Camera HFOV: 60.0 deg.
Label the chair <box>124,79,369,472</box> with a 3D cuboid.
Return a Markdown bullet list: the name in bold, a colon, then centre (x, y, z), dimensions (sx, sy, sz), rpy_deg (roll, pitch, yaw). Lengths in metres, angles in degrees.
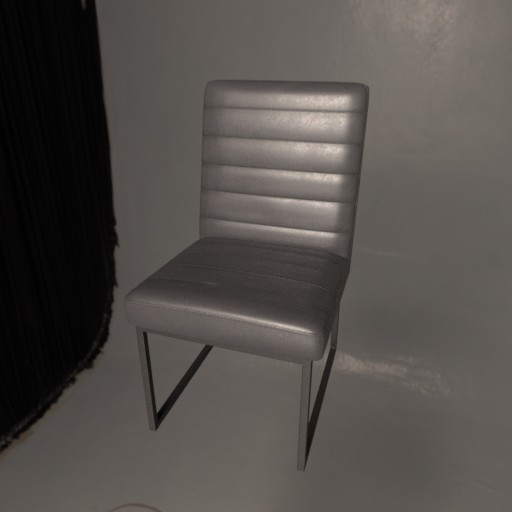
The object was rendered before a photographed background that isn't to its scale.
- **chair**: centre (0.000, 0.000, 1.298), dimensions (0.520, 0.930, 0.634), rpy_deg (8, 26, 16)
